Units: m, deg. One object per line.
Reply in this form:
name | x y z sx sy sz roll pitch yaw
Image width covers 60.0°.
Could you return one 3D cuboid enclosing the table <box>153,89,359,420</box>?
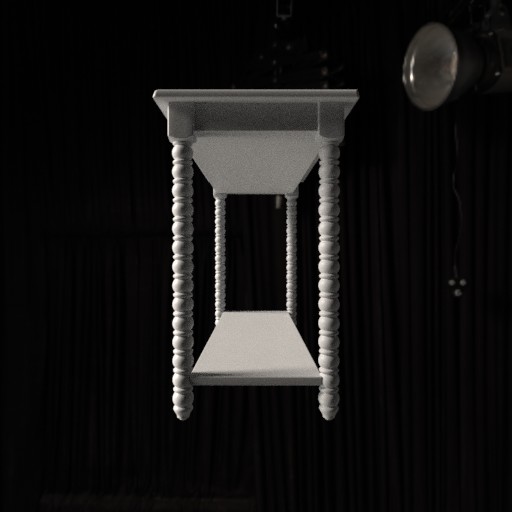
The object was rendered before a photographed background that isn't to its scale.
table | 0.000 0.000 1.557 0.459 0.740 1.184 0 1 0
